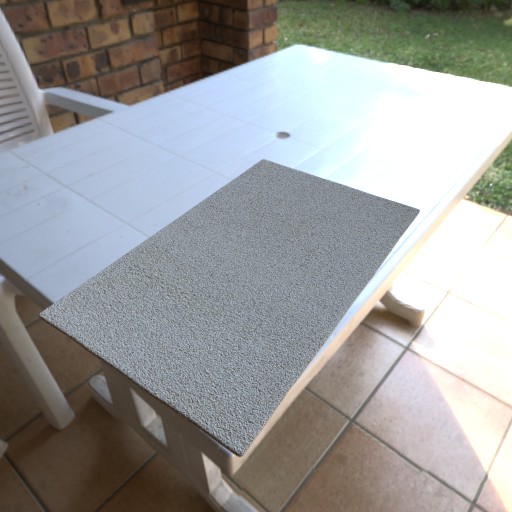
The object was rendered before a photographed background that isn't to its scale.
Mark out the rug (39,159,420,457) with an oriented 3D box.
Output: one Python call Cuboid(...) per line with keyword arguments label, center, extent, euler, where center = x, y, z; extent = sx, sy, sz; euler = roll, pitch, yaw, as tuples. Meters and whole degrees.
Cuboid(label="rug", center=(0.000, 0.000, 3.113), extent=(1.524, 0.030, 2.438), euler=(24, 45, 26))
